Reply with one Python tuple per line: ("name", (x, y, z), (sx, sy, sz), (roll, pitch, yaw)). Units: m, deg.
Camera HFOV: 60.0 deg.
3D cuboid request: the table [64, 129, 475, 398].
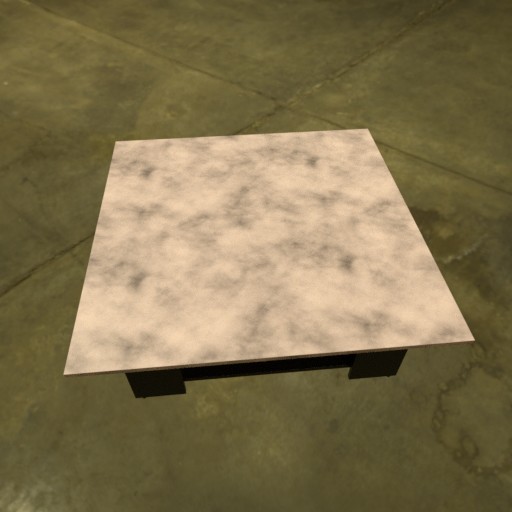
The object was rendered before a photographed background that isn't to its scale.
("table", (0.000, 0.000, 1.367), (0.890, 0.305, 0.890), (-4, 47, -4))
